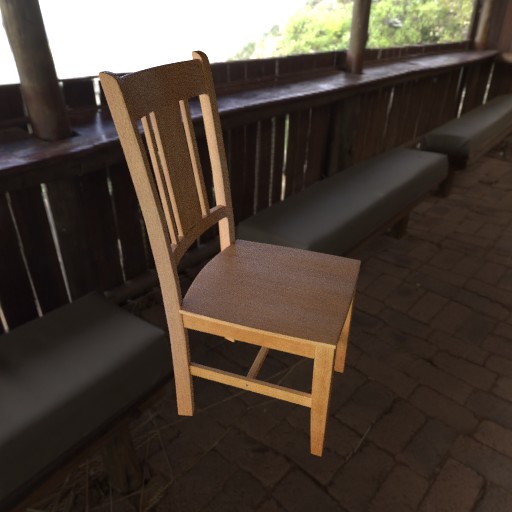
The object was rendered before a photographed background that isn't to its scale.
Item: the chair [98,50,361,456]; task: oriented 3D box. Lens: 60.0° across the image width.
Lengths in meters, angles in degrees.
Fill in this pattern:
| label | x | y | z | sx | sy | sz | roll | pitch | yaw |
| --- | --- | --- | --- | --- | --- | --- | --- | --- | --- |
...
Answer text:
| label | x | y | z | sx | sy | sz | roll | pitch | yaw |
| --- | --- | --- | --- | --- | --- | --- | --- | --- | --- |
| chair | 0.000 | 0.000 | 1.245 | 0.556 | 0.998 | 0.450 | 10 | 32 | 17 |
